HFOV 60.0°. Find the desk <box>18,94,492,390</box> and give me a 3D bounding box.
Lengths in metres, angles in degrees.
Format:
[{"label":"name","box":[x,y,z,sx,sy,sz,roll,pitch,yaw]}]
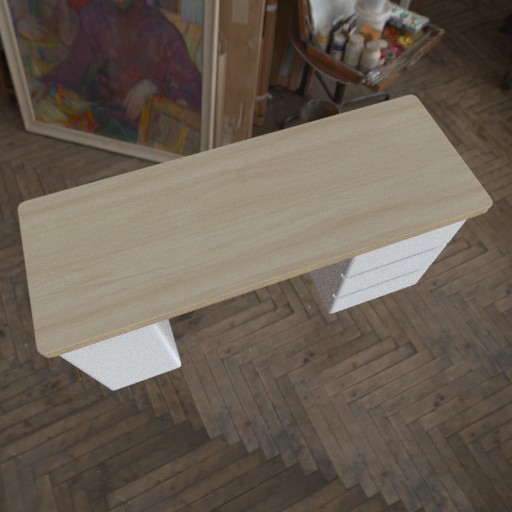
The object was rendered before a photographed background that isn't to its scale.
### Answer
[{"label":"desk","box":[0.000,0.000,1.812,1.500,0.755,0.550,-18,64,-9]}]
